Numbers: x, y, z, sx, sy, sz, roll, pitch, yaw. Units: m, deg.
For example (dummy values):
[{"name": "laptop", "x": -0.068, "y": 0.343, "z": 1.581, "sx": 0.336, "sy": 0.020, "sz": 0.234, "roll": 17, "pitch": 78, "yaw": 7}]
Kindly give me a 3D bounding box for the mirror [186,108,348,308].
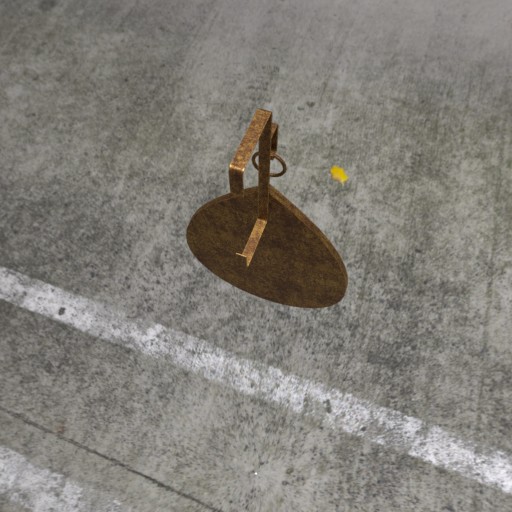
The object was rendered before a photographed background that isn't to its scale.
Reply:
[{"name": "mirror", "x": 0.000, "y": 0.000, "z": 0.901, "sx": 0.405, "sy": 0.744, "sz": 0.144, "roll": 19, "pitch": 65, "yaw": 9}]
